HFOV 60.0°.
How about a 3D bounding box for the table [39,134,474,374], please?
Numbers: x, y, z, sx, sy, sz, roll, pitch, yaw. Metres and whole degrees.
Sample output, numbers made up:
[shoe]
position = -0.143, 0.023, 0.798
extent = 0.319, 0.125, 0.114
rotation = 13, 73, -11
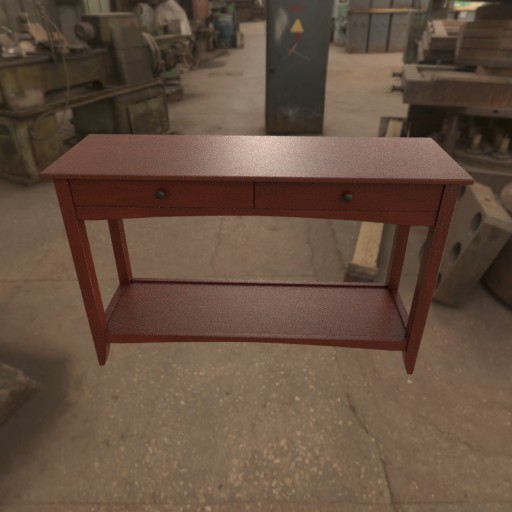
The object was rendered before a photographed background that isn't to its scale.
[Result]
[table]
position = 0.000, 0.000, 1.562
extent = 1.188, 0.739, 0.392
rotation = 1, 31, 2
